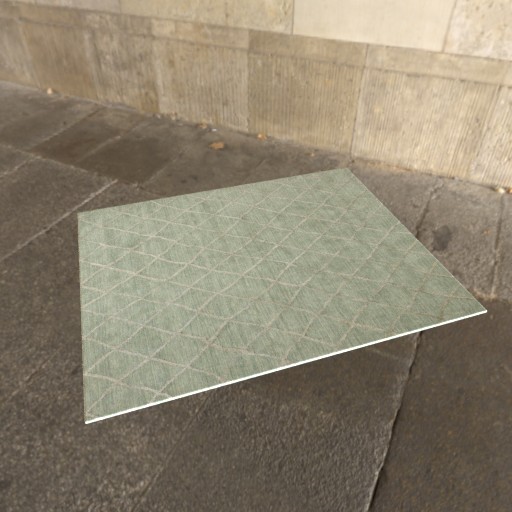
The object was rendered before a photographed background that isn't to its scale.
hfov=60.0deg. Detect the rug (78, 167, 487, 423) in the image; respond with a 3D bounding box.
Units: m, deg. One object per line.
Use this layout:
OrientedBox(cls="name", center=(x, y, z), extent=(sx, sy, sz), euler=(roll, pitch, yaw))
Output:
OrientedBox(cls="rug", center=(0.000, 0.000, 4.007), extent=(3.039, 0.019, 2.420), euler=(-12, 42, -14))
